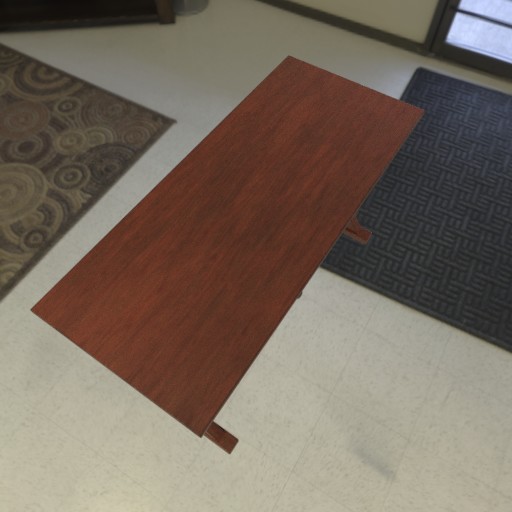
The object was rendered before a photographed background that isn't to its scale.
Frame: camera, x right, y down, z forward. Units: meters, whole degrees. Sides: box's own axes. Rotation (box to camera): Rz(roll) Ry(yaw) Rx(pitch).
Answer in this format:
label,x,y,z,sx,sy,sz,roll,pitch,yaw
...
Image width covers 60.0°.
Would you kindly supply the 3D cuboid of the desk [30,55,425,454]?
label,x,y,z,sx,sy,sz,roll,pitch,yaw
desk,0.000,0.000,1.767,0.600,0.761,1.372,30,63,17
